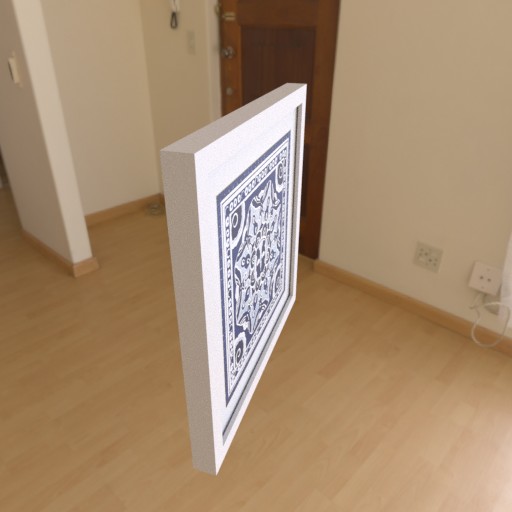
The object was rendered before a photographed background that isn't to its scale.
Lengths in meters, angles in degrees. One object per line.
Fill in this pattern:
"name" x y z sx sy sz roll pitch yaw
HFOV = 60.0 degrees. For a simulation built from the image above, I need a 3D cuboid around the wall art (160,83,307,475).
"wall art" 0.000 0.000 0.547 0.027 0.355 0.355 9 30 16
